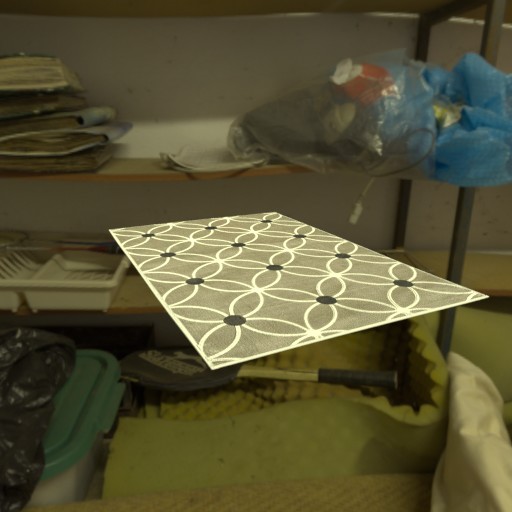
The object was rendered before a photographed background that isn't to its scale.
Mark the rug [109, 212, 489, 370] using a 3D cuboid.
[{"bbox_3d":[0.000,0.000,2.908,1.522,0.008,2.284,-9,20,-25],"label":"rug"}]
